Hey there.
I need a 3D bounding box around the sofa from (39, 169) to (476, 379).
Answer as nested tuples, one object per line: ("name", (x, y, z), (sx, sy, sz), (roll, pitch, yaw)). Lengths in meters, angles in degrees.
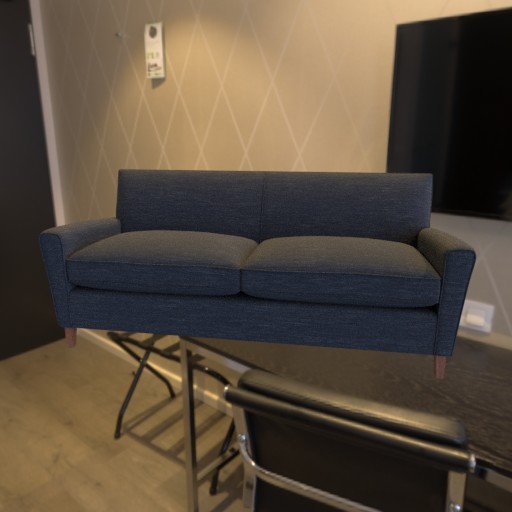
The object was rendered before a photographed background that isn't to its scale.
("sofa", (0.000, 0.000, 2.408), (1.976, 0.846, 0.875), (3, 16, 9))
